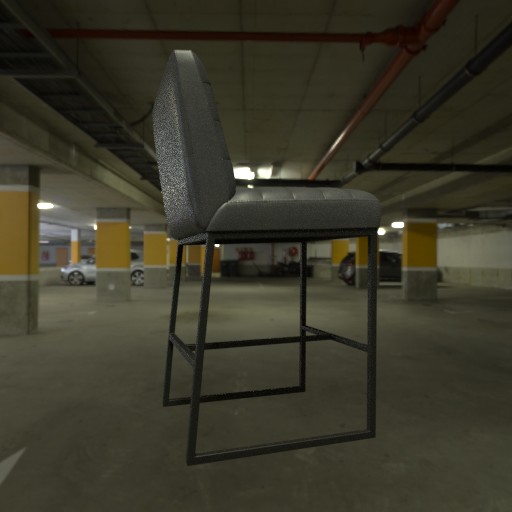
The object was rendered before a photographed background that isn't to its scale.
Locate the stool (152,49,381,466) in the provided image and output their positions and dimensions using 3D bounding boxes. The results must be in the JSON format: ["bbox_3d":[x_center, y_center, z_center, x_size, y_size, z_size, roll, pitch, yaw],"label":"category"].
[{"bbox_3d":[0.000,0.000,1.270,0.552,0.938,0.457,0,-1,-19],"label":"stool"}]
